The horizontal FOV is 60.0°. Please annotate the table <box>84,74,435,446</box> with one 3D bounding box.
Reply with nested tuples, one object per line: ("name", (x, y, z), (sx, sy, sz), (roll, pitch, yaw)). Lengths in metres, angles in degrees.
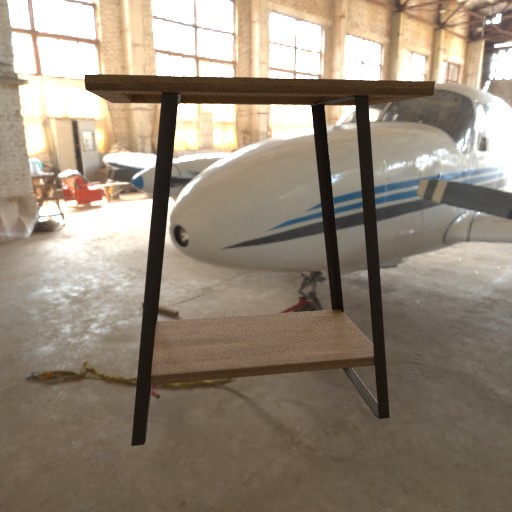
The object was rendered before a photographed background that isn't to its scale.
("table", (0.000, 0.000, 0.978), (0.599, 0.701, 0.300), (-3, 15, -9))
